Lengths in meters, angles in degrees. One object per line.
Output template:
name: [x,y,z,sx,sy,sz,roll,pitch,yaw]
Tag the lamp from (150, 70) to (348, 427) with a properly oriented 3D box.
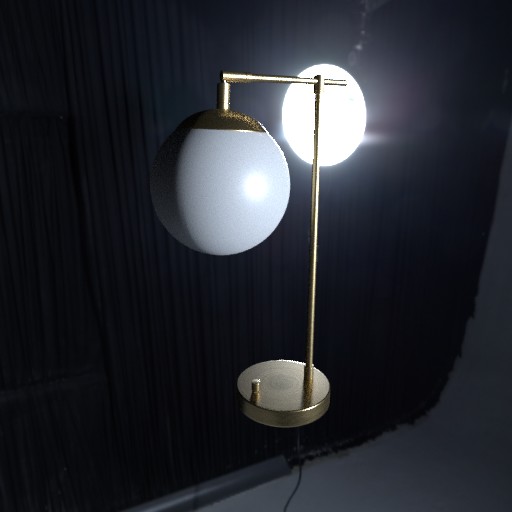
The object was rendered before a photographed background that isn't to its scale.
lamp: [0.000,0.000,0.720,0.324,0.559,0.207,-8,17,-25]
